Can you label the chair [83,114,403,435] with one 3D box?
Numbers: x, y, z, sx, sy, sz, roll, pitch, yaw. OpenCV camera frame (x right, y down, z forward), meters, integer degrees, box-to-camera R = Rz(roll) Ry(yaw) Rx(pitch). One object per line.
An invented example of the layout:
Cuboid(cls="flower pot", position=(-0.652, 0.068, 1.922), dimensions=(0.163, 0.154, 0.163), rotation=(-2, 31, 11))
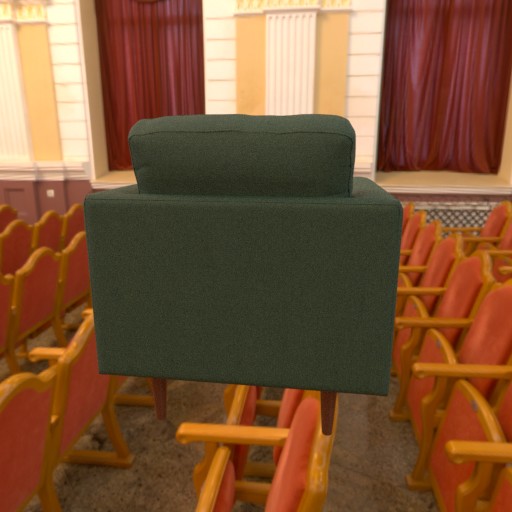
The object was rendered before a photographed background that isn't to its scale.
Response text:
Cuboid(cls="chair", position=(0.000, 0.000, 1.563), dimensions=(0.855, 0.927, 0.800), rotation=(2, 15, 8))
